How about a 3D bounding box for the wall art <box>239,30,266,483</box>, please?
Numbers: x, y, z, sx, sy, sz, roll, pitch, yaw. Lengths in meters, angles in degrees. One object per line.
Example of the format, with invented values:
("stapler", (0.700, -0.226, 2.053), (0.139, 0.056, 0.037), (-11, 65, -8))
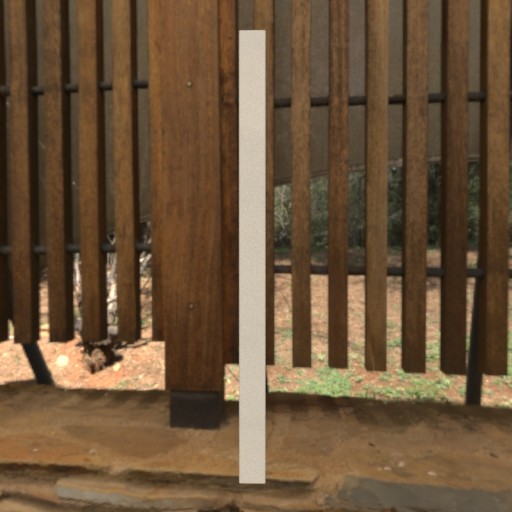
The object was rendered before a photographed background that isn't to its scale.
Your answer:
("wall art", (0.000, 0.000, 0.846), (0.037, 0.606, 0.508), (0, 1, 1))
